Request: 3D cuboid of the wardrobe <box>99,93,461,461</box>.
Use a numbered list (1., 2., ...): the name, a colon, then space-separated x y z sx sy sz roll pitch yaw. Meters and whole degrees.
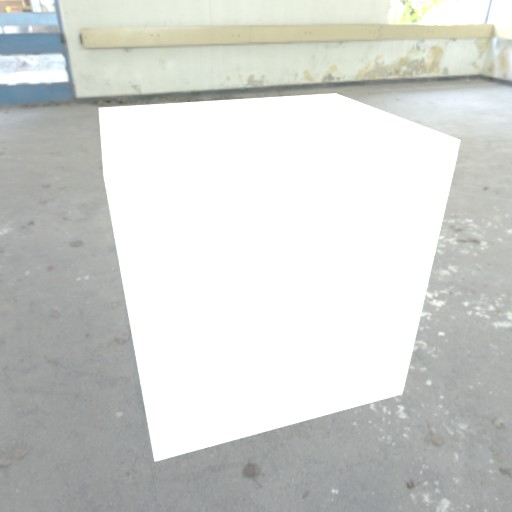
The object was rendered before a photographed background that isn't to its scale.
1. wardrobe: 0.000 0.000 0.873 0.500 0.520 0.400 -9 31 -15
